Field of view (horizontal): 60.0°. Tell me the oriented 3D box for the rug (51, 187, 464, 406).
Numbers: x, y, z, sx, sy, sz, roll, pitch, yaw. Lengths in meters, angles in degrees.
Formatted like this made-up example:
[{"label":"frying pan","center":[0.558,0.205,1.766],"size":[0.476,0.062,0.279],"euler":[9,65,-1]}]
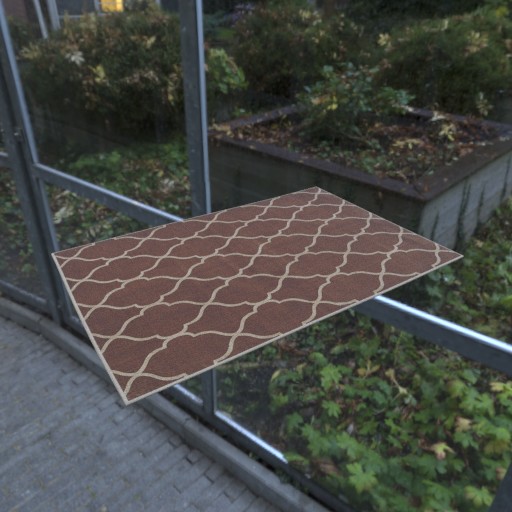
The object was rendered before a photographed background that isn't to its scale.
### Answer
[{"label":"rug","center":[0.000,0.000,2.930],"size":[2.294,0.014,1.528],"euler":[-18,34,-28]}]
